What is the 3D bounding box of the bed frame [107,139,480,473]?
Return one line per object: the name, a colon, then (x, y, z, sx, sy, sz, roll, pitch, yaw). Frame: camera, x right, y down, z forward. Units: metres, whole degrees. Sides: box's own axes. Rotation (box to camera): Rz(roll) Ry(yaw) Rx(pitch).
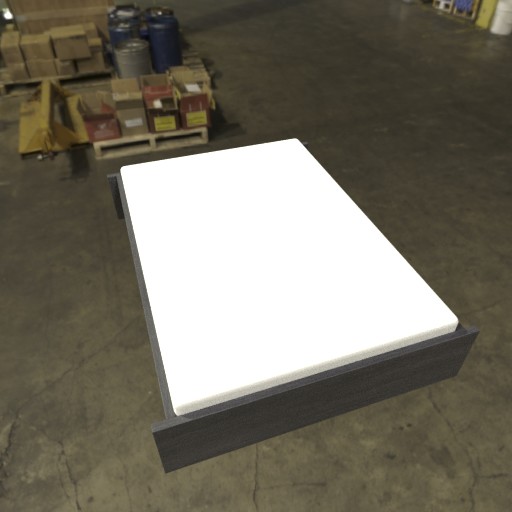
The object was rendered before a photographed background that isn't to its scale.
bed frame: (0.000, 0.000, 2.625, 1.490, 0.432, 1.950, -13, 43, -14)
